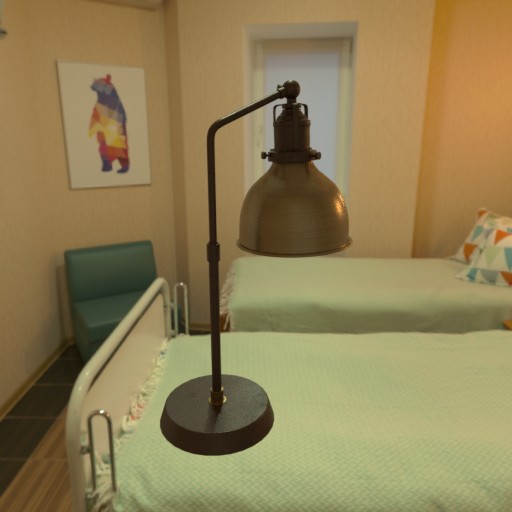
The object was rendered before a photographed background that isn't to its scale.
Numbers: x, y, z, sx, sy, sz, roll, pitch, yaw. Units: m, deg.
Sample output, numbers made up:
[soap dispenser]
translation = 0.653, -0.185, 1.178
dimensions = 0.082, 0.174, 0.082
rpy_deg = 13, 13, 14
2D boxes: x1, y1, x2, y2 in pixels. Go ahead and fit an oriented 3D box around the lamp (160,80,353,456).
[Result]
[lamp]
translation = 0.000, 0.000, 0.621
dimensions = 0.298, 0.469, 0.175
rpy_deg = -8, 17, -27
